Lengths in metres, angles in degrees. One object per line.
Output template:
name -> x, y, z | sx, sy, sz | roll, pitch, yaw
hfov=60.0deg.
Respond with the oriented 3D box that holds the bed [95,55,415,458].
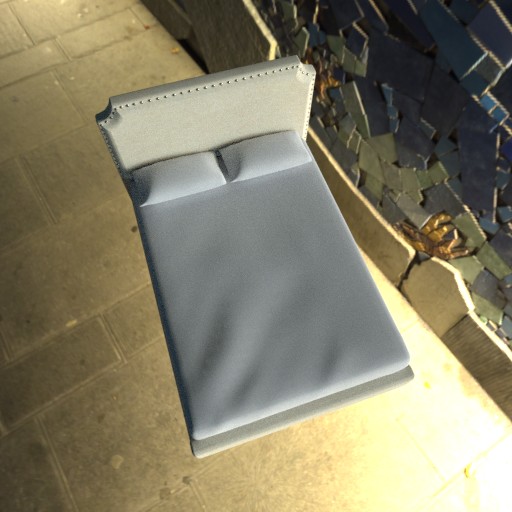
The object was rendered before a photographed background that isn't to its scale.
bed -> 0.000, 0.000, 3.390 | 1.713, 1.457, 2.381 | -16, 64, -8
